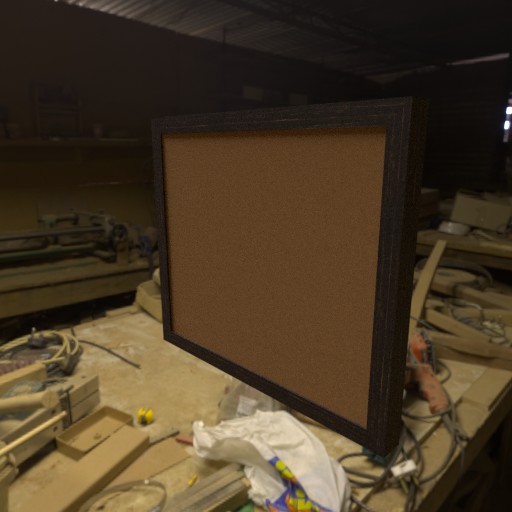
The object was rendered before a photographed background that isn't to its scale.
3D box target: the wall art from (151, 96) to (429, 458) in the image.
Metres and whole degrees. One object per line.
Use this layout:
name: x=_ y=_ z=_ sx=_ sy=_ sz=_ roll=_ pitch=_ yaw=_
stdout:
wall art: x=0.000 y=0.000 z=0.530 sx=0.031 sy=0.330 sz=0.381 roll=-13 pitch=19 yaw=-43
